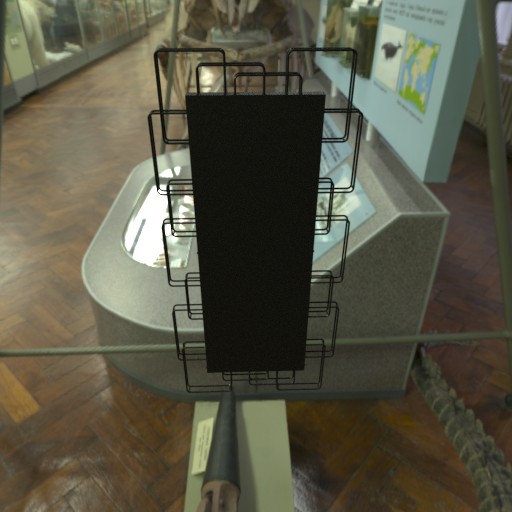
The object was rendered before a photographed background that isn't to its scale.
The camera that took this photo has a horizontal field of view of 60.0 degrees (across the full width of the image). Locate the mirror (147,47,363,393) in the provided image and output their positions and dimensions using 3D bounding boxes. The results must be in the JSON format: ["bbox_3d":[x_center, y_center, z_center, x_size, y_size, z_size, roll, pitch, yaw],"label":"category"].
[{"bbox_3d":[0.000,0.000,1.397,0.565,1.192,0.037,-1,31,-2],"label":"mirror"}]
